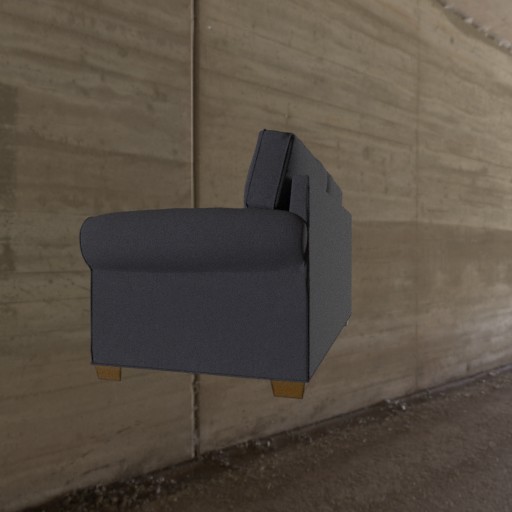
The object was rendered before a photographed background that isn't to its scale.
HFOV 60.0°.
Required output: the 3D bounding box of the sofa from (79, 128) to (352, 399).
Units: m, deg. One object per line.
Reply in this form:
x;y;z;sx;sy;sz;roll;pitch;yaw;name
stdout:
0.000;0.000;2.591;0.951;1.031;2.009;0;1;17;sofa
